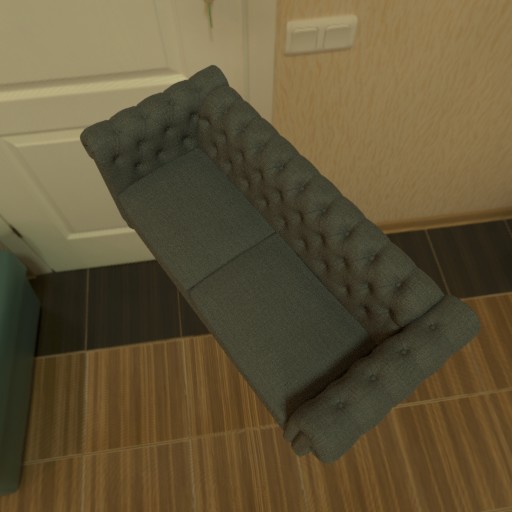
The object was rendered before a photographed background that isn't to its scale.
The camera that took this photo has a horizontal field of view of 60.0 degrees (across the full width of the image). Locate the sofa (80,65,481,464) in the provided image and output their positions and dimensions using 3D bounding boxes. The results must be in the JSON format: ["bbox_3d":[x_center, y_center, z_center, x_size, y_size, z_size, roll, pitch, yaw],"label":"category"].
[{"bbox_3d":[0.000,0.000,2.165,0.783,0.797,1.798,-34,67,-16],"label":"sofa"}]
